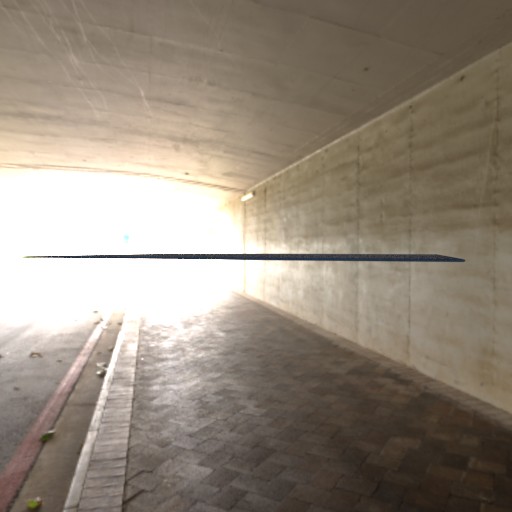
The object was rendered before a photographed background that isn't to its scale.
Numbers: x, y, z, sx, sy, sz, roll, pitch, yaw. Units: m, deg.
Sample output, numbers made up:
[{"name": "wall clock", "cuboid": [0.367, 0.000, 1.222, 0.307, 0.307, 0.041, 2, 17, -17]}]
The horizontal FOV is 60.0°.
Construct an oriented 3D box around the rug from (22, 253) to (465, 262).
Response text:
[{"name": "rug", "cuboid": [0.000, 0.000, 2.290, 1.829, 0.010, 1.219, 0, 1, 19]}]
